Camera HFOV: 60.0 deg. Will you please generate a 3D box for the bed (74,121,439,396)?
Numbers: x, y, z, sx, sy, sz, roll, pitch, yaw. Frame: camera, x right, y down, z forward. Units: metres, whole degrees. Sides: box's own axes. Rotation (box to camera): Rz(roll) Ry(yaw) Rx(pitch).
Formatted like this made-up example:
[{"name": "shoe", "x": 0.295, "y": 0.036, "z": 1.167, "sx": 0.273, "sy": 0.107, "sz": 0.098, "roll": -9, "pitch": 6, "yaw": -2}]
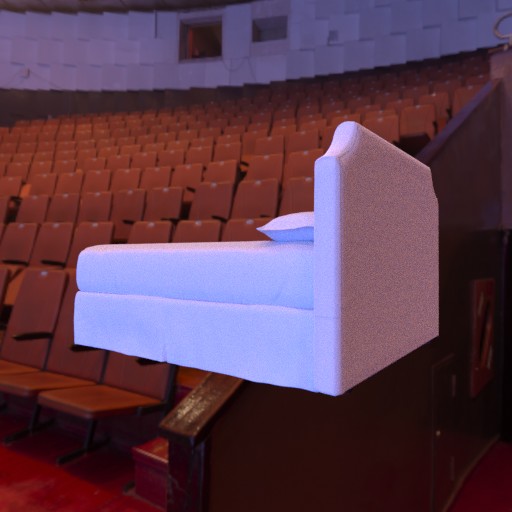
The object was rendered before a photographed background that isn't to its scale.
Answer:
[{"name": "bed", "x": 0.000, "y": 0.000, "z": 3.277, "sx": 2.164, "sy": 1.297, "sz": 1.828, "roll": 0, "pitch": 0, "yaw": 35}]
